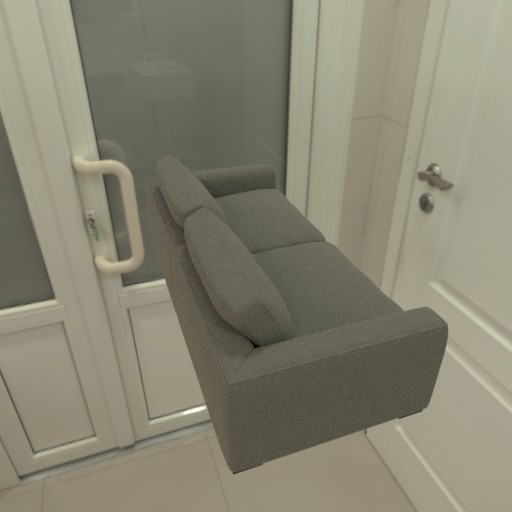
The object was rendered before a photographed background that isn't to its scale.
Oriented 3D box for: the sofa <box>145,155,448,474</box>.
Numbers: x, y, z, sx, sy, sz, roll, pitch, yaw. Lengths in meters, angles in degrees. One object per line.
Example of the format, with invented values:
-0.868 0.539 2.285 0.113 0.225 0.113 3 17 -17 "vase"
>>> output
0.000 0.000 2.768 1.070 0.801 2.262 -11 33 -17 "sofa"
